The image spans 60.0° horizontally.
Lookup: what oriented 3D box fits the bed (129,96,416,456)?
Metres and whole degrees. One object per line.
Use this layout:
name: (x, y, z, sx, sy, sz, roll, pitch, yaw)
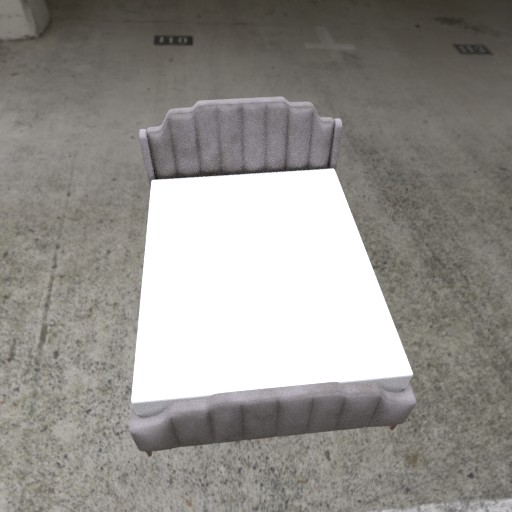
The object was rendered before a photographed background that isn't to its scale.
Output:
bed: (0.000, 0.000, 3.201, 1.676, 1.245, 2.340, -4, 47, -4)
